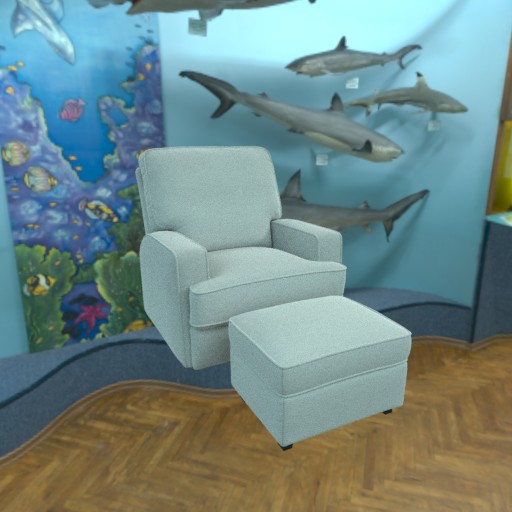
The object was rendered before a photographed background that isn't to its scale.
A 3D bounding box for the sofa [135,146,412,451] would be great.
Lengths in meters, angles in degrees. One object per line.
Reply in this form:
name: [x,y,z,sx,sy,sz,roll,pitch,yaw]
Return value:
sofa: [0.000,0.000,2.060,0.861,0.959,1.472,-8,18,-25]
